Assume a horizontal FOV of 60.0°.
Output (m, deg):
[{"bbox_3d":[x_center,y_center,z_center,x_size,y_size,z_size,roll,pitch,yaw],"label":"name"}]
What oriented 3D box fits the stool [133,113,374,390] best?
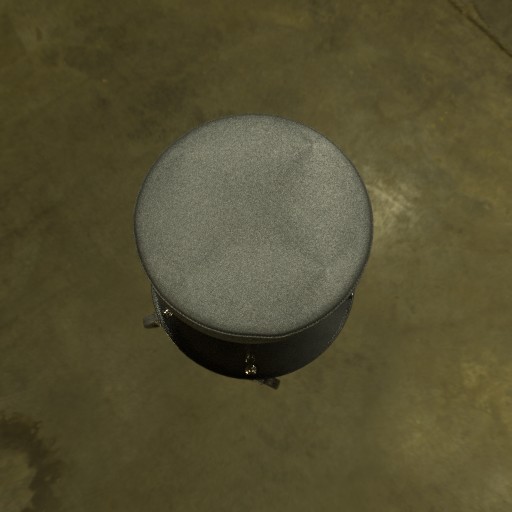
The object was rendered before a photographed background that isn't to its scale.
[{"bbox_3d":[0.000,0.000,0.671,0.381,0.365,0.382,7,75,2],"label":"stool"}]
